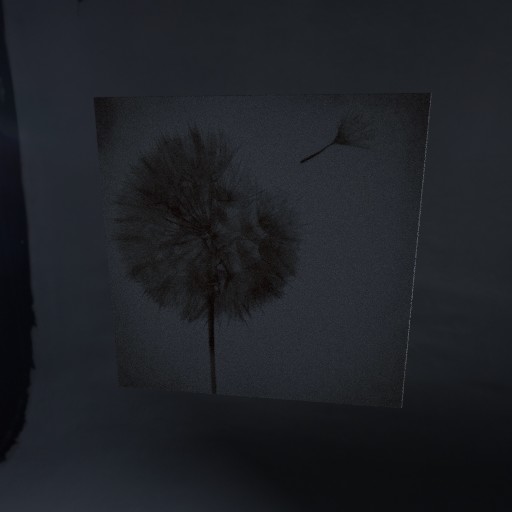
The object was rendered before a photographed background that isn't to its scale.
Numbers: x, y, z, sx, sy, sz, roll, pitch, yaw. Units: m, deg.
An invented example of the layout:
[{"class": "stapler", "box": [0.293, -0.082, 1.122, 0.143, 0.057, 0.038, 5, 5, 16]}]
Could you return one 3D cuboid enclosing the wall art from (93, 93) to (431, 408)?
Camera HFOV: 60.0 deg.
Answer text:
[{"class": "wall art", "box": [0.000, 0.000, 0.446, 0.303, 0.303, 0.028, 2, 15, 7]}]
